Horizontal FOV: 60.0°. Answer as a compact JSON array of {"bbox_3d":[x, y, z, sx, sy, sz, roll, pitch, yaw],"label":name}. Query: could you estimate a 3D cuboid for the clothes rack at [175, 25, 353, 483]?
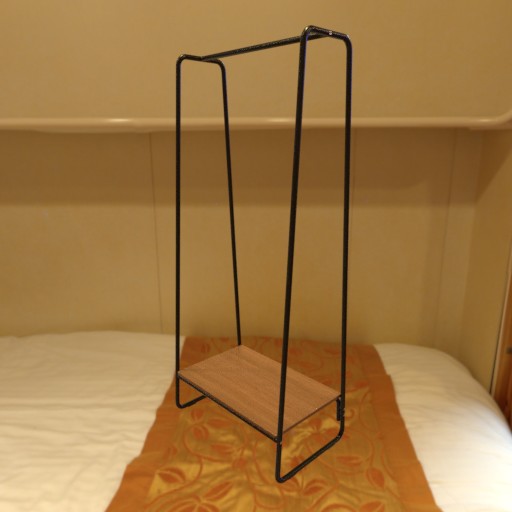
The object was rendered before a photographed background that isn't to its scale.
[{"bbox_3d":[0.000,0.000,1.717,0.400,1.500,0.640,-14,20,-42],"label":"clothes rack"}]
